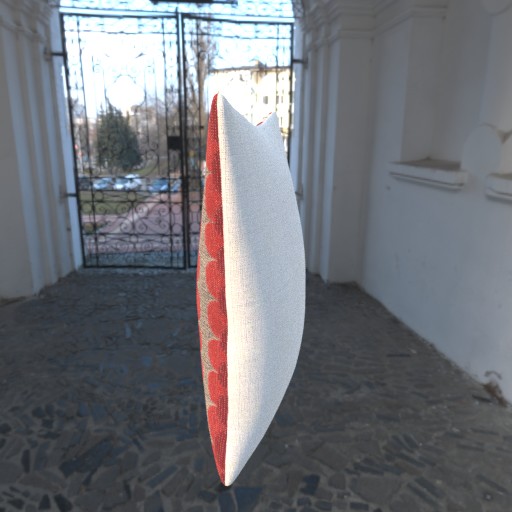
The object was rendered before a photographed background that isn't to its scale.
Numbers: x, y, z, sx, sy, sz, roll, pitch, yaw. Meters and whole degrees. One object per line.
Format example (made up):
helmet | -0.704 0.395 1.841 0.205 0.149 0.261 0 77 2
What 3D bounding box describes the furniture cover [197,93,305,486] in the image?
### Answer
furniture cover | 0.000 0.000 0.645 0.145 0.420 0.435 2 15 9
